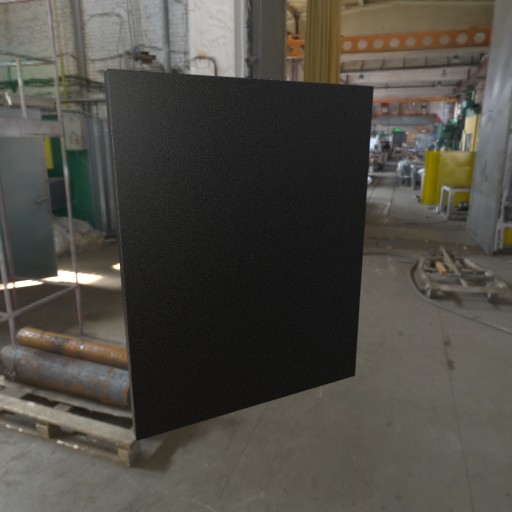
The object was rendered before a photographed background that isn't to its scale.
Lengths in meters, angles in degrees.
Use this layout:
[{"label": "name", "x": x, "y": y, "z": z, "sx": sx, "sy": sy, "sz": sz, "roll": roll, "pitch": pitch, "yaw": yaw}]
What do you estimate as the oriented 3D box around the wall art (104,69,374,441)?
[{"label": "wall art", "x": 0.000, "y": 0.000, "z": 1.603, "sx": 0.950, "sy": 1.194, "sz": 0.053, "roll": -8, "pitch": 17, "yaw": -26}]
